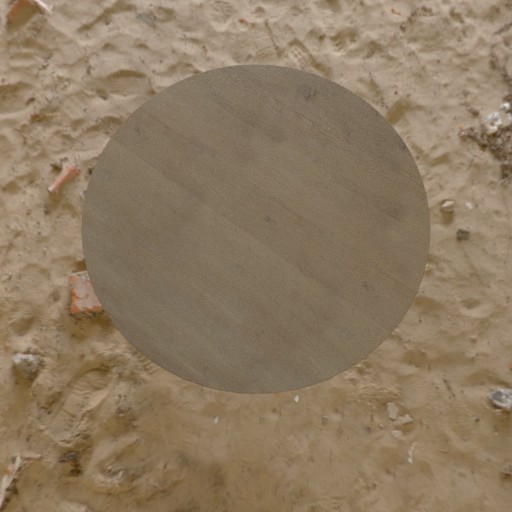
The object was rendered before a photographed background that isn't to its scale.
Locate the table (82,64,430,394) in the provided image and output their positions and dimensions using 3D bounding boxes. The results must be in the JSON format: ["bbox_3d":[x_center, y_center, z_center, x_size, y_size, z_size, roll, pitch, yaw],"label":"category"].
[{"bbox_3d":[0.000,0.000,1.397,0.800,0.780,0.800,0,75,0],"label":"table"}]
